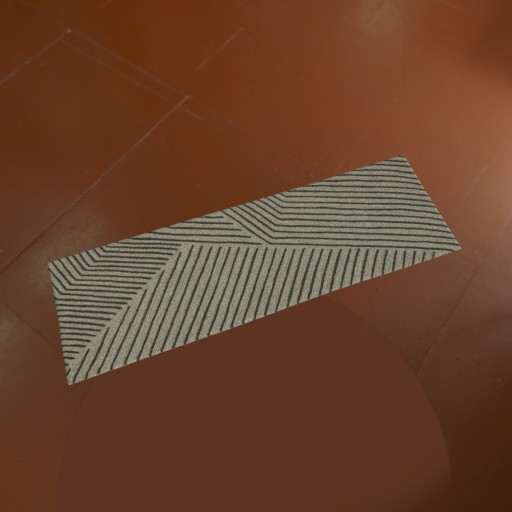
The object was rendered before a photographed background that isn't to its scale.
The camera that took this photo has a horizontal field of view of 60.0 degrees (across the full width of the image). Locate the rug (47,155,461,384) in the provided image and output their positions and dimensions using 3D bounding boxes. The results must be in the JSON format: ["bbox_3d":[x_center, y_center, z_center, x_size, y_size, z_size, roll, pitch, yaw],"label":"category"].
[{"bbox_3d":[0.000,0.000,2.731,2.439,0.020,0.773,-18,66,-8],"label":"rug"}]
